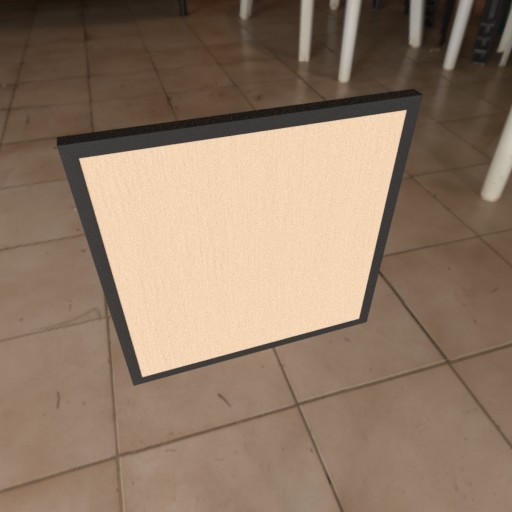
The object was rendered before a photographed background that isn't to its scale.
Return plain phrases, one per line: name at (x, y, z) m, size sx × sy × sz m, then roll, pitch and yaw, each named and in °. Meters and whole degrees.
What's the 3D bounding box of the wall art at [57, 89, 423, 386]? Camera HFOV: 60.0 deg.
wall art at (0.000, 0.000, 0.459) m, size 0.306 × 0.304 × 0.015 m, roll -12°, pitch 42°, yaw -14°
